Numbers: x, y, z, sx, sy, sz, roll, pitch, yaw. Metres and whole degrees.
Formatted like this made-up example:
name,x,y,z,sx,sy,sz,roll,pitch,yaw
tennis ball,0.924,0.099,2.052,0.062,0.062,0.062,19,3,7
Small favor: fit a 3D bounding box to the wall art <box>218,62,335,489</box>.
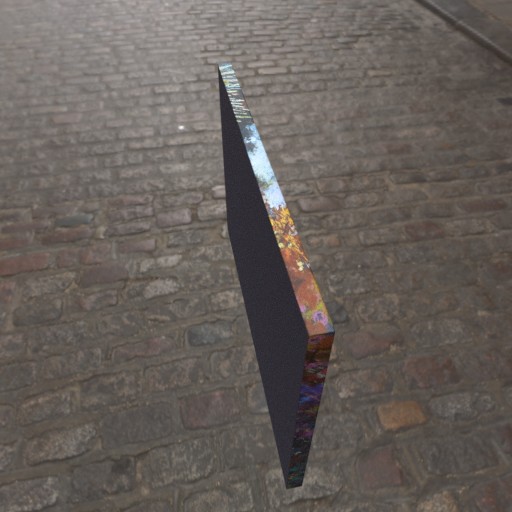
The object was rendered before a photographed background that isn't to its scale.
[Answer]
name,x,y,z,sx,sy,sz,roll,pitch,yaw
wall art,0.000,0.000,1.112,0.037,0.604,0.908,-8,46,-8
